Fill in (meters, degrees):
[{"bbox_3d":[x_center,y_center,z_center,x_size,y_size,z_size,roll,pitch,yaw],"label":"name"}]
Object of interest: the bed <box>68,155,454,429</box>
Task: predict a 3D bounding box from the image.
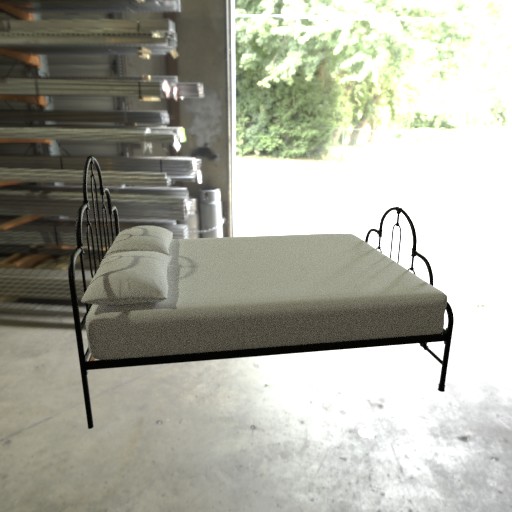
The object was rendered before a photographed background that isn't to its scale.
[{"bbox_3d":[0.000,0.000,3.206,2.181,1.444,1.626,-3,17,-9],"label":"bed"}]
